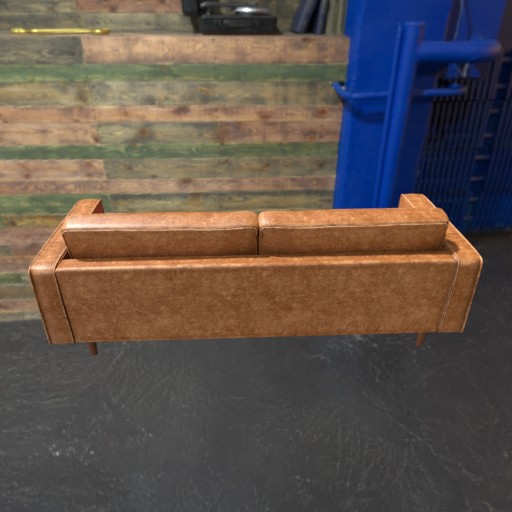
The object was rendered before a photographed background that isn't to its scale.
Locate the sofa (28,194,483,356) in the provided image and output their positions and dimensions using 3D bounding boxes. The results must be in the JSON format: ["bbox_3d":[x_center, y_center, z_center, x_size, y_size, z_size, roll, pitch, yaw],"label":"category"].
[{"bbox_3d":[0.000,0.000,2.555,2.199,0.779,0.886,-1,31,-2],"label":"sofa"}]
